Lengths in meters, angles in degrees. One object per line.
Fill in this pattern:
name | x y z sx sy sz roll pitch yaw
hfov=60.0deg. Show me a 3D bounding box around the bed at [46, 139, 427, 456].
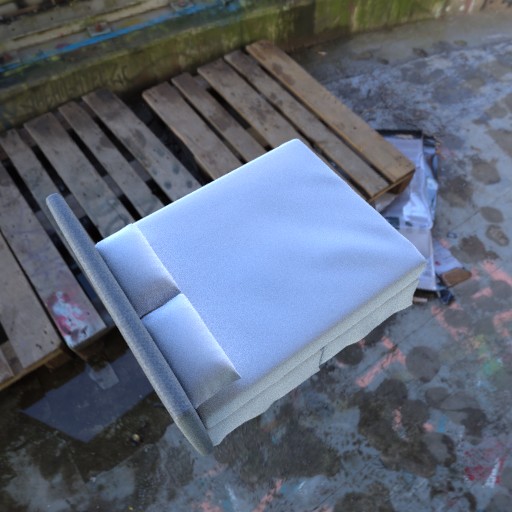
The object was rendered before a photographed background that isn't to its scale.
bed | 0.000 0.000 3.281 2.142 1.330 1.723 -31 64 -18
